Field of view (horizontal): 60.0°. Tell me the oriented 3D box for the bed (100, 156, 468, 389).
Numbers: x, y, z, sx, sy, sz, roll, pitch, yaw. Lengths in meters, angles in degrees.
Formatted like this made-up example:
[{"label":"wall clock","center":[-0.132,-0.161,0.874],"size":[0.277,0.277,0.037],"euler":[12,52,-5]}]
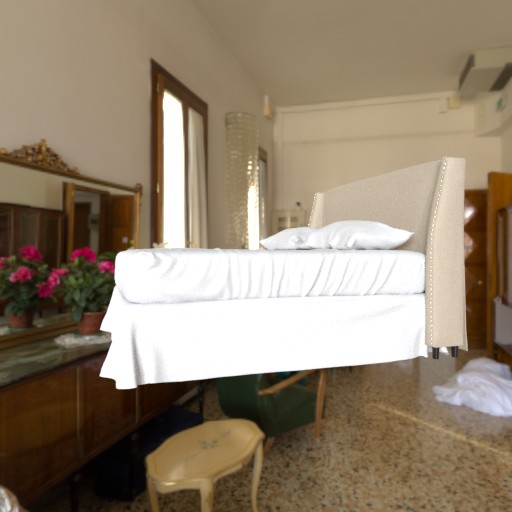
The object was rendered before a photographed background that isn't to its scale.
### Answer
[{"label":"bed","center":[0.000,0.000,3.418],"size":[2.276,1.332,1.925],"euler":[0,0,-19]}]
